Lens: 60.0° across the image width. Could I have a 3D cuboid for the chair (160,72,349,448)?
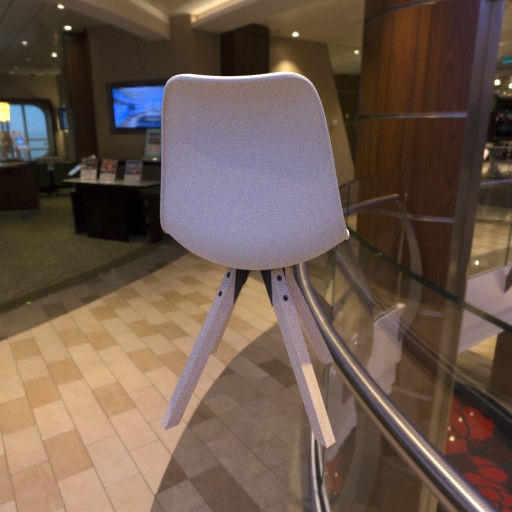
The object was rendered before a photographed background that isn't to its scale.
[{"bbox_3d":[0.000,0.000,1.186,0.485,0.850,0.550,2,16,9],"label":"chair"}]
